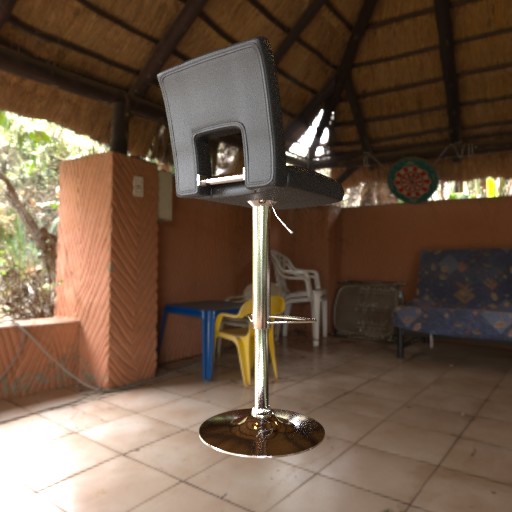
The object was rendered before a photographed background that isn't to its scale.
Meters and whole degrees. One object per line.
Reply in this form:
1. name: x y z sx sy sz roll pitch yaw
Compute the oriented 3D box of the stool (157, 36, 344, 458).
1. stool: 0.000 0.000 1.442 0.415 1.151 0.520 0 -1 36
